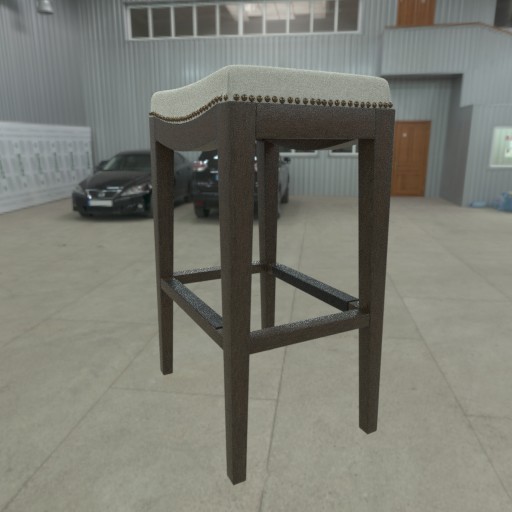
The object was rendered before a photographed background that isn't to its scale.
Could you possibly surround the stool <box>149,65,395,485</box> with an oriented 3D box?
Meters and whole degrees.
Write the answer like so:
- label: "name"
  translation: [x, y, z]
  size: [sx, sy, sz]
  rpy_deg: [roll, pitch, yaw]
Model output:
- label: "stool"
  translation: [0.000, 0.000, 1.044]
  size: [0.358, 0.759, 0.498]
  rpy_deg: [-7, 16, -27]
